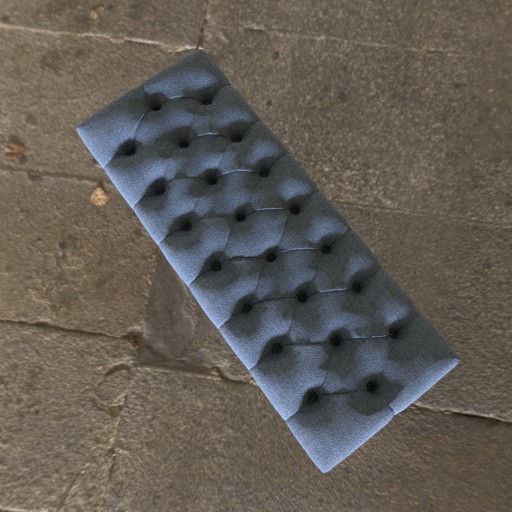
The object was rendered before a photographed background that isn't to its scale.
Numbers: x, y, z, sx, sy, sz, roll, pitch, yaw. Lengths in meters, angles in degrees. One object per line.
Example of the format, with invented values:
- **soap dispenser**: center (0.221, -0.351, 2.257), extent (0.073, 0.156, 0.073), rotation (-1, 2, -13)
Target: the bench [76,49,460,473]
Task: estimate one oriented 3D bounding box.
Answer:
- **bench**: center (0.000, 0.000, 1.295), extent (0.417, 0.492, 1.052), rotation (-36, 79, -8)
